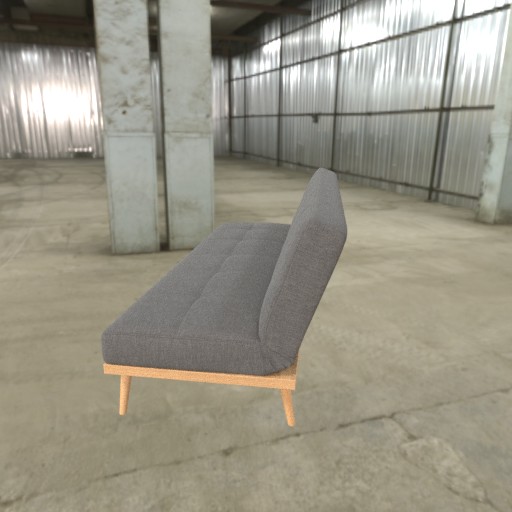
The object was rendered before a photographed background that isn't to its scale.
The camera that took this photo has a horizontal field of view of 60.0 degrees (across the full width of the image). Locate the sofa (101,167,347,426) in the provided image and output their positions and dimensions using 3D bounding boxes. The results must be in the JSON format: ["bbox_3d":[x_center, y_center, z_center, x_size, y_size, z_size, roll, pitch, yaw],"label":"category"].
[{"bbox_3d":[0.000,0.000,2.287,0.820,0.770,1.820,2,16,8],"label":"sofa"}]
